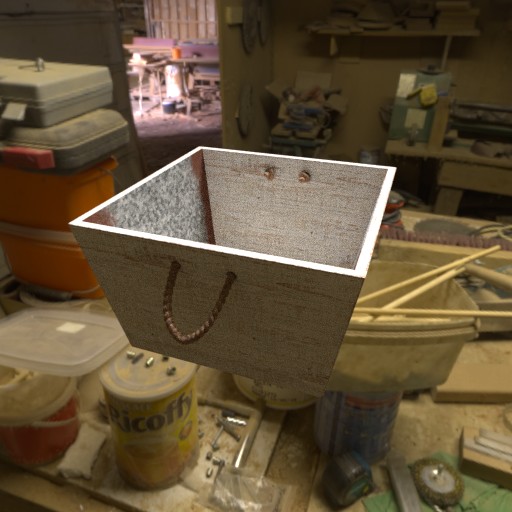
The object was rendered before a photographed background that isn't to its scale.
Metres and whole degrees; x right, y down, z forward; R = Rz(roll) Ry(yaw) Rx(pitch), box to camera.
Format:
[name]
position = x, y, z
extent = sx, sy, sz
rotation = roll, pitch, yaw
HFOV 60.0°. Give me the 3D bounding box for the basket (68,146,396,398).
[basket]
position = 0.000, 0.000, 0.790
extent = 0.413, 0.247, 0.545
rotation = 10, 31, 17
